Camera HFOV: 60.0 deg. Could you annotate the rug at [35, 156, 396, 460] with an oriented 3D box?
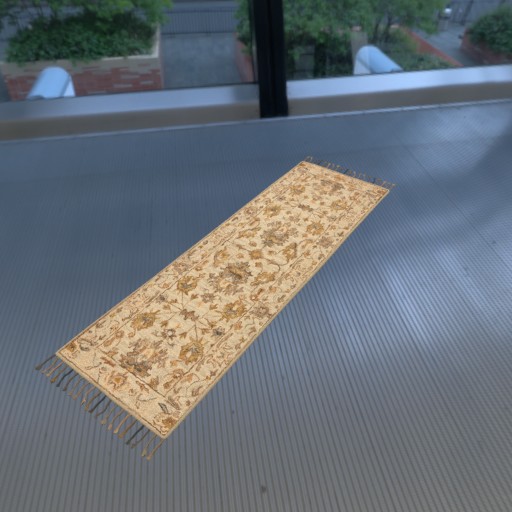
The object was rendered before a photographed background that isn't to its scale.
[{"bbox_3d":[0.000,0.000,2.596,0.729,0.021,2.438,25,47,26],"label":"rug"}]
